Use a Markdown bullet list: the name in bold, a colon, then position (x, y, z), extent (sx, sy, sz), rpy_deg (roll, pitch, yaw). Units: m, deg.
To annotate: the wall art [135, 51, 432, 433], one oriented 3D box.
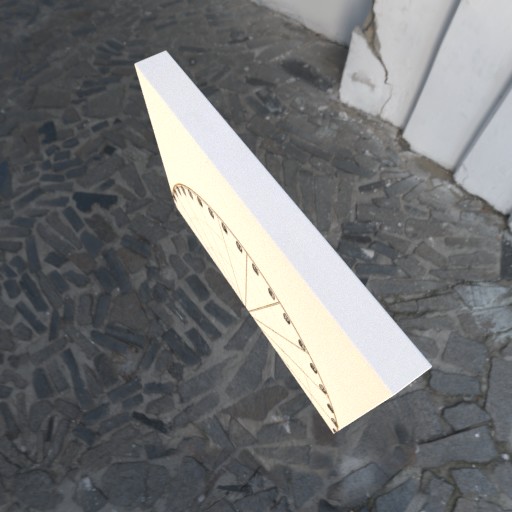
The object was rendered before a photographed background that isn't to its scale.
- **wall art**: position (0.000, 0.000, 0.486), extent (0.039, 0.254, 0.384), rpy_deg (-30, 67, -14)
